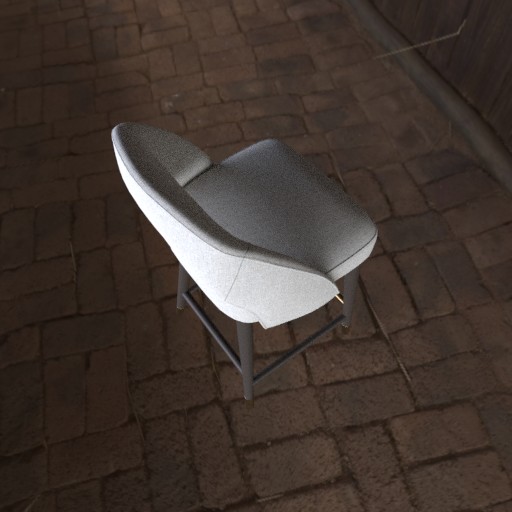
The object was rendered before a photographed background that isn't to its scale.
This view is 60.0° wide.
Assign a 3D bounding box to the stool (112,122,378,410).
[{"bbox_3d":[0.000,0.000,1.218,0.509,0.940,0.494,-33,63,-19],"label":"stool"}]
